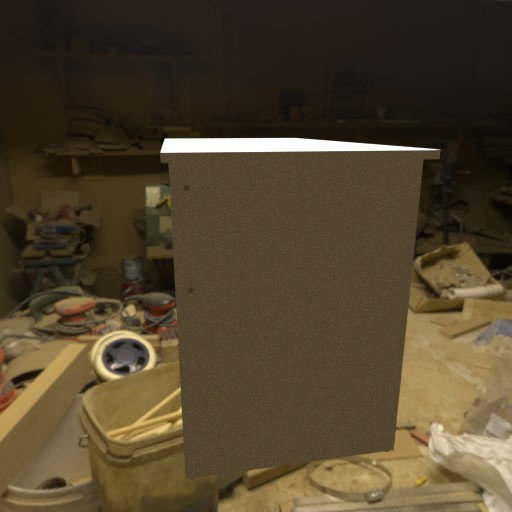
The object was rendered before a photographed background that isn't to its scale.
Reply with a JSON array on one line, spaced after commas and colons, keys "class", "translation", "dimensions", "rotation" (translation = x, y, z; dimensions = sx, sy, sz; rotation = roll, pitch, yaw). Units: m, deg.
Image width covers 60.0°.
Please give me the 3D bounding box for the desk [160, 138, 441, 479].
[{"class": "desk", "translation": [0.000, 0.000, 1.471], "dimensions": [0.560, 0.730, 1.096], "rotation": [-3, 16, -10]}]
